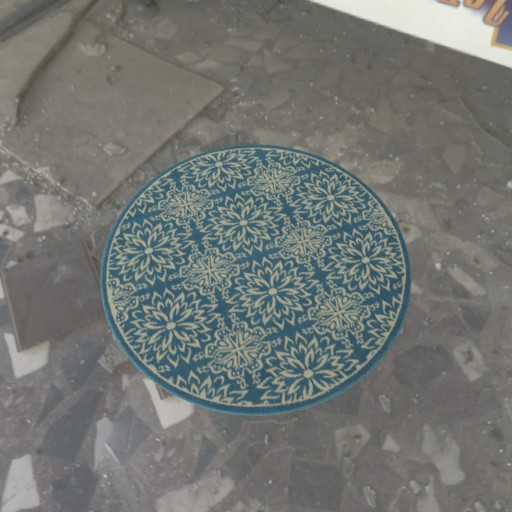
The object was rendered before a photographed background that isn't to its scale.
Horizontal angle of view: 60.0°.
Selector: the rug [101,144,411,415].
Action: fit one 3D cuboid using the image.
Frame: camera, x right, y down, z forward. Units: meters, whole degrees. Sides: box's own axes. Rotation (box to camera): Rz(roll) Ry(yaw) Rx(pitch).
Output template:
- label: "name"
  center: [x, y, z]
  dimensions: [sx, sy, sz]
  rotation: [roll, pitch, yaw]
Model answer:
- label: "rug"
  center: [0.000, 0.000, 2.307]
  dimensions: [1.593, 0.012, 1.593]
  rotation: [0, 59, 0]
